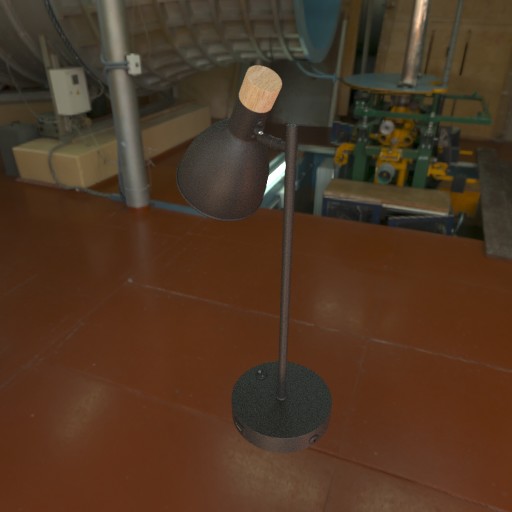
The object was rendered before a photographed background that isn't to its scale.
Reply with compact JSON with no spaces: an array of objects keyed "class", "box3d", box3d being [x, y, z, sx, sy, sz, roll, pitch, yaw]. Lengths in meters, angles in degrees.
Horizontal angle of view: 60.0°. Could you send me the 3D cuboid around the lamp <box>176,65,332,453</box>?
[{"class":"lamp","box3d":[0.000,0.000,0.608,0.152,0.483,0.287,-19,34,-30]}]
